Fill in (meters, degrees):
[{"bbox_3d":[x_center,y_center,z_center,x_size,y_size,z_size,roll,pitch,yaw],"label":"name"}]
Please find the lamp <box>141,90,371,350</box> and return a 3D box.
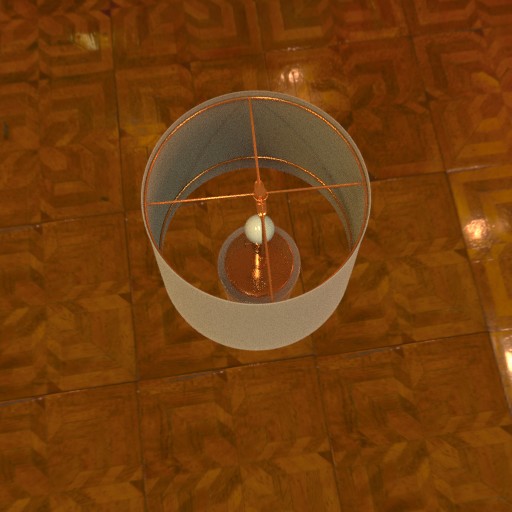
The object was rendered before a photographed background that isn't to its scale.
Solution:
[{"bbox_3d":[0.000,0.000,0.452,0.189,0.340,0.189,0,76,0],"label":"lamp"}]
